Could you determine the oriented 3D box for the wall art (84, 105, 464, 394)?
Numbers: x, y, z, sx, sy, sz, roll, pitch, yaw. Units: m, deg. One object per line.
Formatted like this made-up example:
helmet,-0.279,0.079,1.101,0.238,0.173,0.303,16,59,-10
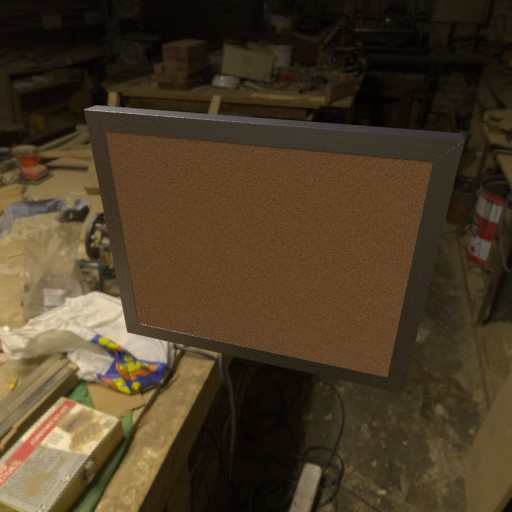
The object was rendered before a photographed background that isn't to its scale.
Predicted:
wall art,0.000,0.000,0.757,0.557,0.456,0.032,9,32,15
